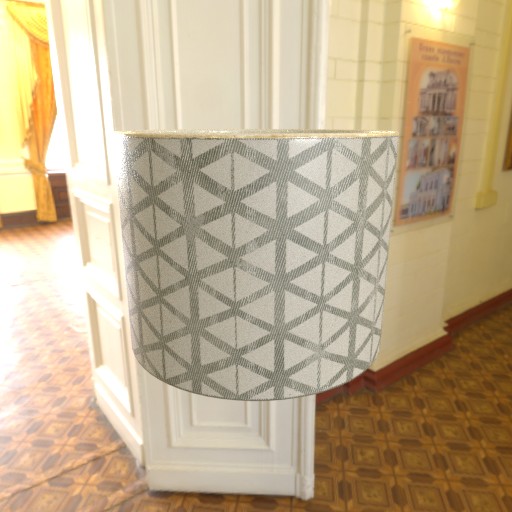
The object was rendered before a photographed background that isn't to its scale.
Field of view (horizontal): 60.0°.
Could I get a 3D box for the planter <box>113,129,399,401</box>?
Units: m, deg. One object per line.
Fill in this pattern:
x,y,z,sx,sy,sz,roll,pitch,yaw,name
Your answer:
0.000,0.000,0.439,0.250,0.239,0.250,0,17,0,planter
